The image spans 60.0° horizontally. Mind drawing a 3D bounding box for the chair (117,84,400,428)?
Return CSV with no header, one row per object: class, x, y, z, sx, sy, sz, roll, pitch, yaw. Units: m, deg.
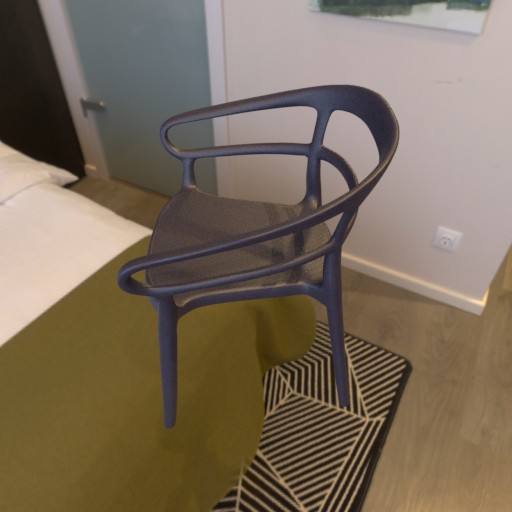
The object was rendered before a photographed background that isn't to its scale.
chair,0.000,0.000,1.108,0.527,0.761,0.559,-1,43,-1
